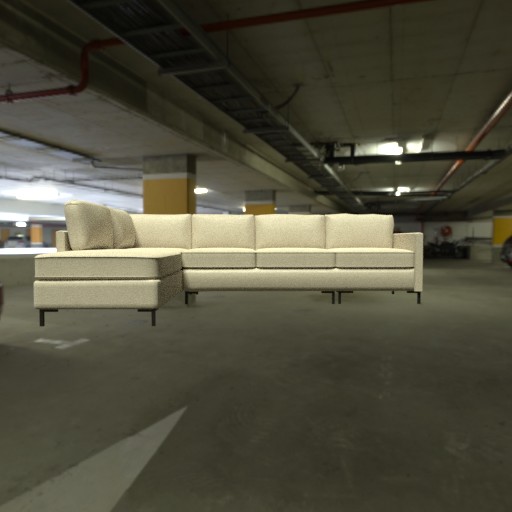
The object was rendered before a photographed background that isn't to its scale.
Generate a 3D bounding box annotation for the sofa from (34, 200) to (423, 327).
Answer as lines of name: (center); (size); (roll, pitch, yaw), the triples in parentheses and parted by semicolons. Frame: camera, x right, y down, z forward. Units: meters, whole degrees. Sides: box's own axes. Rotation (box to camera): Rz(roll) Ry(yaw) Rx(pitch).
sofa: (0.000, 0.000, 4.347); (3.384, 0.996, 2.048); (0, 2, -1)
